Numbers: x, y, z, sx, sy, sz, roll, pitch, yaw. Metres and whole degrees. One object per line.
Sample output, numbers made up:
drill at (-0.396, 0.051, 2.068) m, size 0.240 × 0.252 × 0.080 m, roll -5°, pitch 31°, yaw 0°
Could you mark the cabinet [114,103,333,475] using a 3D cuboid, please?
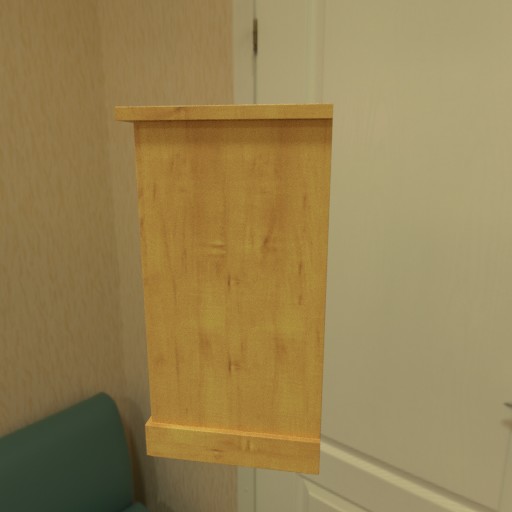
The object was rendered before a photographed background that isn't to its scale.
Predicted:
cabinet at (0.000, 0.000, 1.427) m, size 0.450 × 0.840 × 0.920 m, roll 2°, pitch 14°, yaw 9°
